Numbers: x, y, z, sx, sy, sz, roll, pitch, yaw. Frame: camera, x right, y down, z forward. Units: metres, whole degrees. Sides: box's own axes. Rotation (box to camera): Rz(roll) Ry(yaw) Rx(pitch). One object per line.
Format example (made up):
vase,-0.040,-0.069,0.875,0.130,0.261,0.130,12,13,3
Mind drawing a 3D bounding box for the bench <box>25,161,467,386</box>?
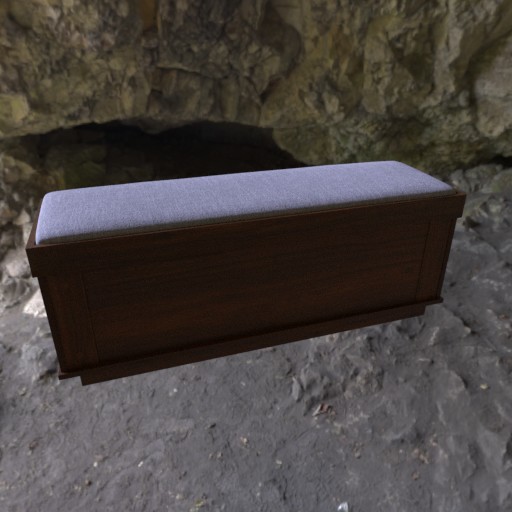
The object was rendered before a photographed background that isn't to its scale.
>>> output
bench,0.000,0.000,1.392,1.196,0.468,0.367,-8,28,-16
